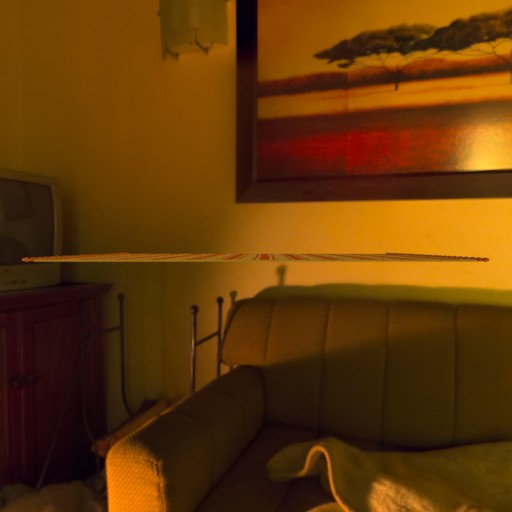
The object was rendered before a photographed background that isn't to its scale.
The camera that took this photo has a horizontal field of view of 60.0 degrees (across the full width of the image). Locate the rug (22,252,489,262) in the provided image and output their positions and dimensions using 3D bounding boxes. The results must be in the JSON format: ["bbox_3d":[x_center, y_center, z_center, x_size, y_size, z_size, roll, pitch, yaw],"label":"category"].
[{"bbox_3d":[0.000,0.000,4.399,3.369,0.035,2.451,0,1,1],"label":"rug"}]
